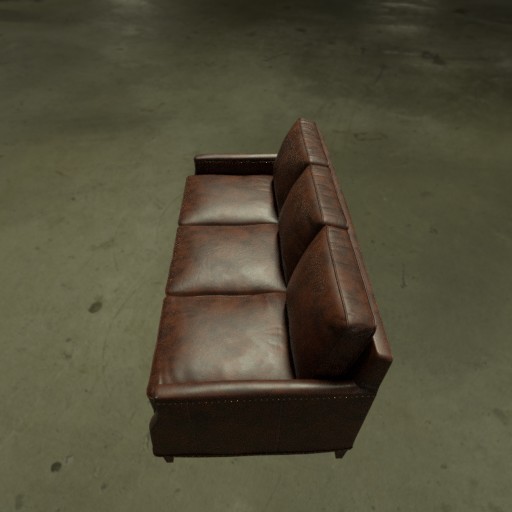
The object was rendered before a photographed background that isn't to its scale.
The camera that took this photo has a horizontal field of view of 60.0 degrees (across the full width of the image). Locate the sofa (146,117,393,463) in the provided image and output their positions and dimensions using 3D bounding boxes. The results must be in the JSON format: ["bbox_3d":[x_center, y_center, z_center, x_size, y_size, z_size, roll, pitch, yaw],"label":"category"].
[{"bbox_3d":[0.000,0.000,2.819,1.084,1.003,2.240,-1,40,-1],"label":"sofa"}]
